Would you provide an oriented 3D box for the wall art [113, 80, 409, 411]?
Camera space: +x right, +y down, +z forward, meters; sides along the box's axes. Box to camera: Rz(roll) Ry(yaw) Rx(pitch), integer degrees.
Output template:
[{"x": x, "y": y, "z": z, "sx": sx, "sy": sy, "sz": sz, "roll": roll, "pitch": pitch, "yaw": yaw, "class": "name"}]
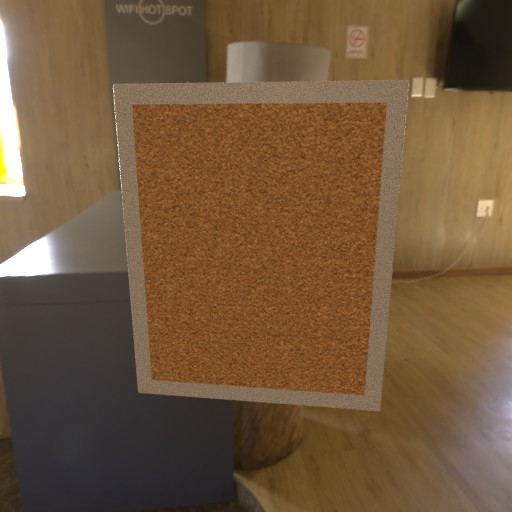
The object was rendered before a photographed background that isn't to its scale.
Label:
[{"x": 0.000, "y": 0.000, "z": 0.762, "sx": 0.454, "sy": 0.556, "sz": 0.028, "roll": 2, "pitch": 16, "yaw": 7, "class": "wall art"}]
